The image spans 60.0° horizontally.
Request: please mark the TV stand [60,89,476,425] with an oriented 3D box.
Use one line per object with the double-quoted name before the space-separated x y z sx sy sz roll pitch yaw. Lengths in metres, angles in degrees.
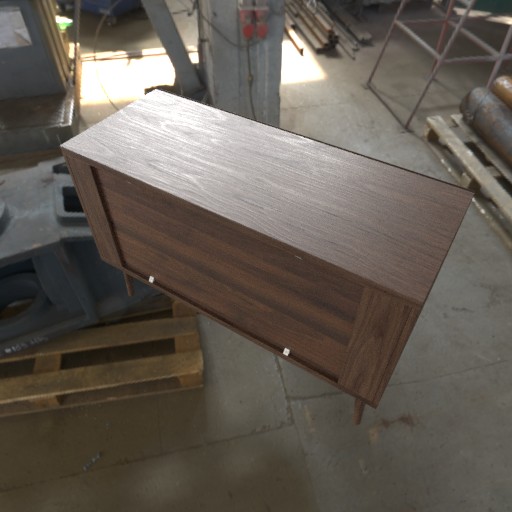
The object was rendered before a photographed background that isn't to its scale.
"TV stand" 0.000 0.000 1.361 0.990 0.660 0.405 25 51 22
